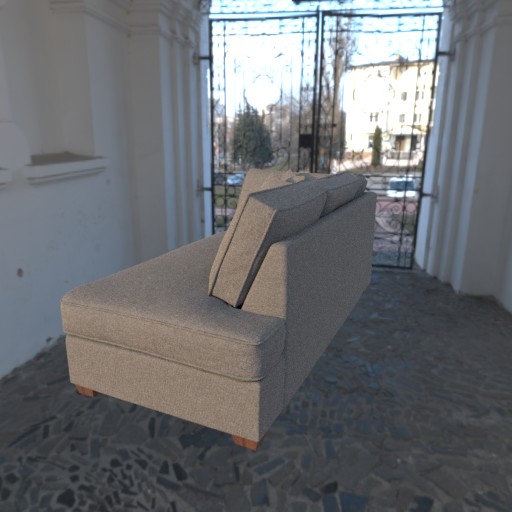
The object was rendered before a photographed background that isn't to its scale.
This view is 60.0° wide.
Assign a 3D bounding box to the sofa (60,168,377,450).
[{"bbox_3d":[0.000,0.000,2.841,1.110,1.033,2.237,7,17,24],"label":"sofa"}]
